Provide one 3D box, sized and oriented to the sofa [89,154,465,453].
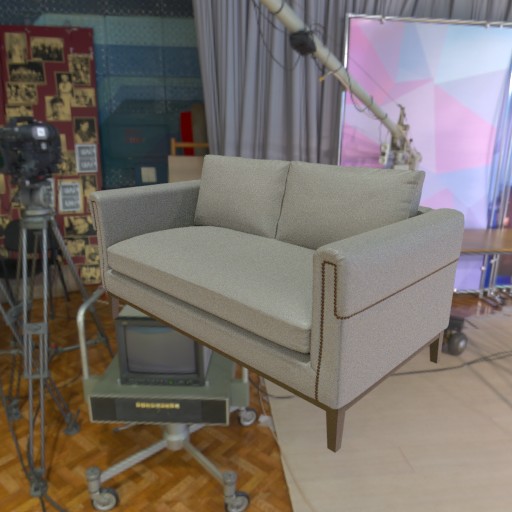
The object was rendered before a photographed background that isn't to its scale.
[{"bbox_3d":[0.000,0.000,2.132,1.598,0.873,0.899,16,23,42],"label":"sofa"}]
